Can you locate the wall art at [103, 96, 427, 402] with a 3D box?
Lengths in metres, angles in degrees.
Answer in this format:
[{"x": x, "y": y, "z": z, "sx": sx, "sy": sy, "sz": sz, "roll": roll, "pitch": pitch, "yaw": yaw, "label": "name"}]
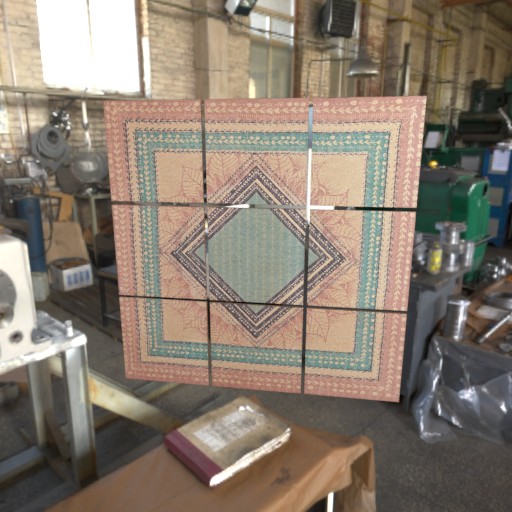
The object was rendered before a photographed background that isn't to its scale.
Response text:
[{"x": 0.000, "y": 0.000, "z": 2.269, "sx": 1.527, "sy": 1.525, "sz": 0.014, "roll": 2, "pitch": 15, "yaw": 9, "label": "wall art"}]
